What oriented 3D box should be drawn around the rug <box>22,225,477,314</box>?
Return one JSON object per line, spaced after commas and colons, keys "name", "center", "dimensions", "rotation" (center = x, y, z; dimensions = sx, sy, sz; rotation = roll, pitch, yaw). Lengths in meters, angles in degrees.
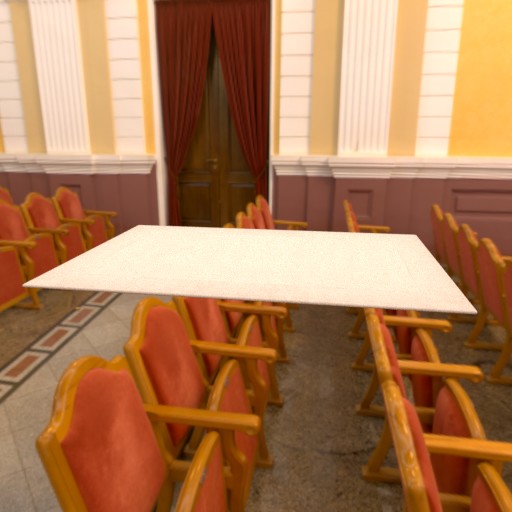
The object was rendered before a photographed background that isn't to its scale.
{"name": "rug", "center": [0.000, 0.000, 2.326], "dimensions": [1.829, 0.013, 1.219], "rotation": [3, 16, 9]}
